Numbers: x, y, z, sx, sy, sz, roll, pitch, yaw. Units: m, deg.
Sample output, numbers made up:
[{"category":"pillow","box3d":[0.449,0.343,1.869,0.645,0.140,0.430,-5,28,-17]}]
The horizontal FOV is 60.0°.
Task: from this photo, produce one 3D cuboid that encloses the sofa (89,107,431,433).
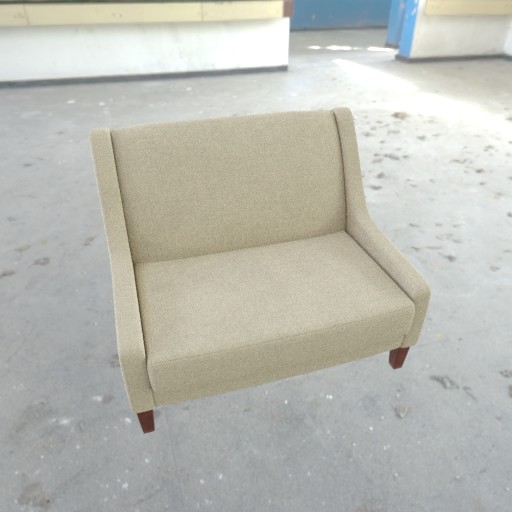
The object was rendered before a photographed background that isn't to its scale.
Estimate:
[{"category":"sofa","box3d":[0.000,0.000,1.921,1.212,0.976,0.946,-10,34,-14]}]
